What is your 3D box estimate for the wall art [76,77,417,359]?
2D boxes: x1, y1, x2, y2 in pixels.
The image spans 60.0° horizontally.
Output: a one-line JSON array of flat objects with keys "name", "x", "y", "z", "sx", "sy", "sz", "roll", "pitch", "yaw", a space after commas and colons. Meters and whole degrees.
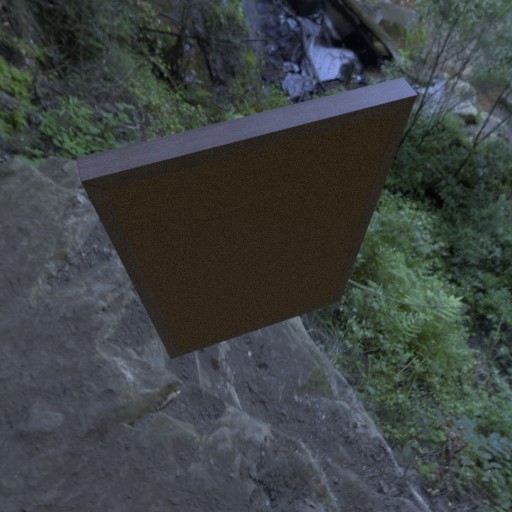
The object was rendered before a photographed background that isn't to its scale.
[{"name": "wall art", "x": 0.000, "y": 0.000, "z": 0.665, "sx": 0.356, "sy": 0.509, "sz": 0.031, "roll": -17, "pitch": 60, "yaw": -10}]
